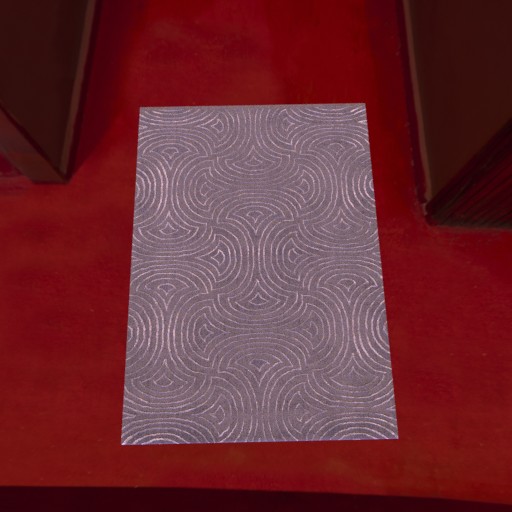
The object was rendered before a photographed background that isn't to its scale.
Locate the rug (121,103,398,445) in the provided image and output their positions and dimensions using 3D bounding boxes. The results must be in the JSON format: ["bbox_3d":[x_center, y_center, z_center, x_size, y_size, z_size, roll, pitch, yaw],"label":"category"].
[{"bbox_3d":[0.000,0.000,2.753,1.543,0.015,2.144,-1,74,0],"label":"rug"}]
